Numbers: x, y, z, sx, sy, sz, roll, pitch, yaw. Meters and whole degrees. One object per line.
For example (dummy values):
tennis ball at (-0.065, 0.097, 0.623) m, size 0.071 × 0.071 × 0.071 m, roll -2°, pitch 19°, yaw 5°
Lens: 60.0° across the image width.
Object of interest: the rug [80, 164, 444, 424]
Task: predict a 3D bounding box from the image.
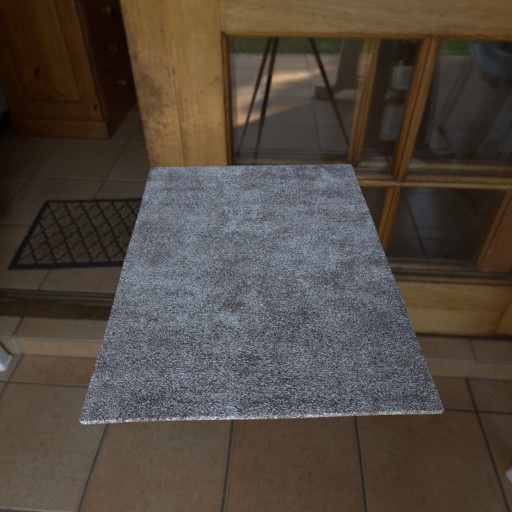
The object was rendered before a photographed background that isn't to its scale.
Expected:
rug at (0.000, 0.000, 2.052) m, size 1.198 × 0.025 × 1.601 m, roll -1°, pitch 42°, yaw -1°
